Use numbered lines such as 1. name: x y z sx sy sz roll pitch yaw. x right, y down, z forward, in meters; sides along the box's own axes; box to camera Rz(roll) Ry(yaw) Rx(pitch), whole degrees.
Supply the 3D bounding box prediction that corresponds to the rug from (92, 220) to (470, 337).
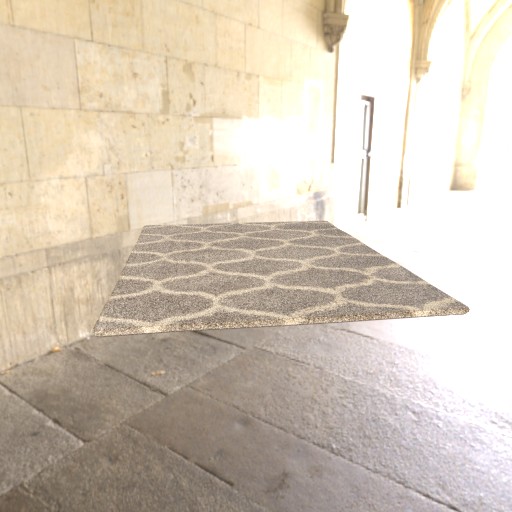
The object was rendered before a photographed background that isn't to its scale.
1. rug: 0.000 0.000 2.129 1.200 0.025 1.600 -2 15 -8
